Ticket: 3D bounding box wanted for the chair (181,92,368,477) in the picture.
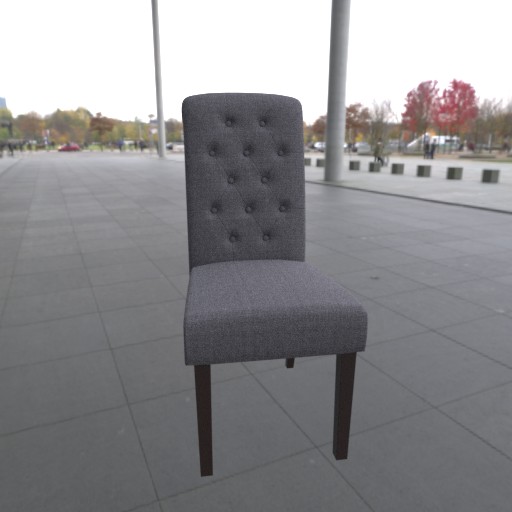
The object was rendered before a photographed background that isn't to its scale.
[{"bbox_3d":[0.000,0.000,1.366,0.456,1.006,0.671,-2,15,-9],"label":"chair"}]
